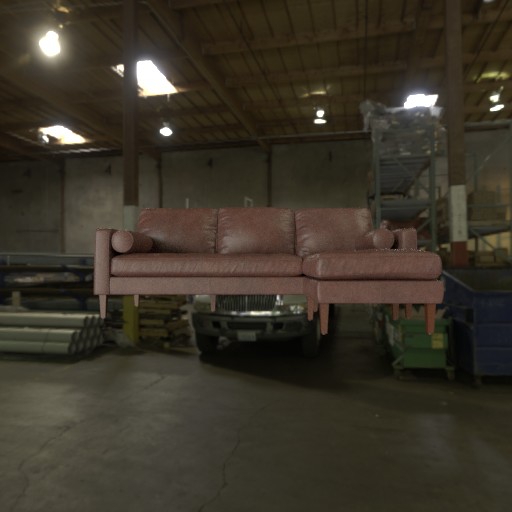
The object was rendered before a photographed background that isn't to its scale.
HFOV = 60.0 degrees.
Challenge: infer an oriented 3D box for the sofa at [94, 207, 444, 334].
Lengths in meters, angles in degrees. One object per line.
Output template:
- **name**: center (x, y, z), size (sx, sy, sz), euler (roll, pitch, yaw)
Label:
- **sofa**: center (0.000, 0.000, 3.062), size (2.185, 0.841, 1.613), euler (0, -1, 0)
